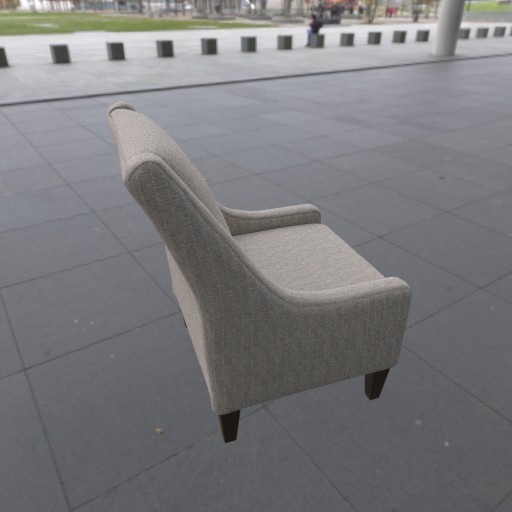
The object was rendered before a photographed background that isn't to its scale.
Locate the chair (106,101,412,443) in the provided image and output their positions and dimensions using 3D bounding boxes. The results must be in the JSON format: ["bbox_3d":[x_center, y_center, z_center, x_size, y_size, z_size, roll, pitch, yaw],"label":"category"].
[{"bbox_3d":[0.000,0.000,1.623,0.870,1.014,0.774,-10,31,-17],"label":"chair"}]
